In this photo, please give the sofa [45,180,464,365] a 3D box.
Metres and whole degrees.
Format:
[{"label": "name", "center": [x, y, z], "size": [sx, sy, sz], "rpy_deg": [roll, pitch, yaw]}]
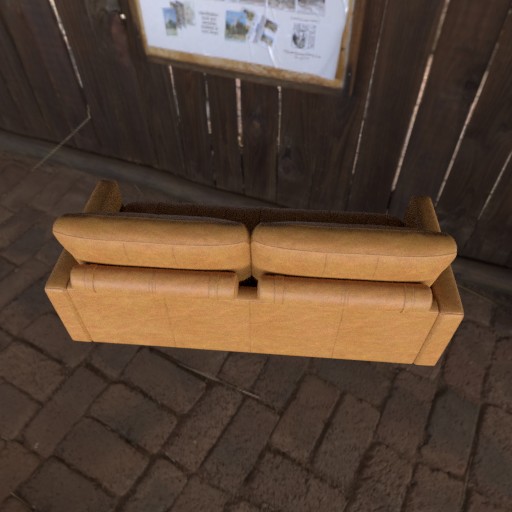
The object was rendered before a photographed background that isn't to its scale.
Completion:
[{"label": "sofa", "center": [0.000, 0.000, 2.222], "size": [1.821, 0.898, 0.850], "rpy_deg": [3, 47, 3]}]
